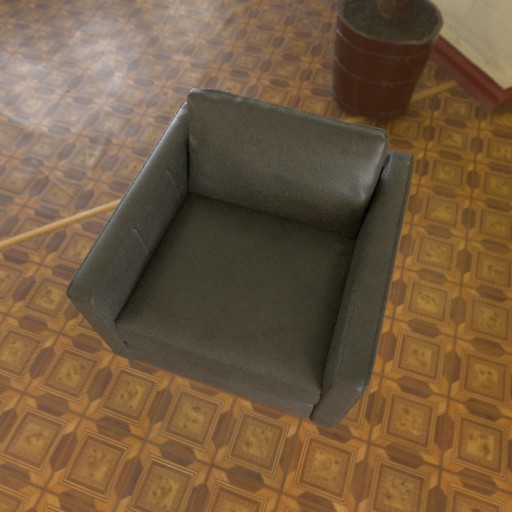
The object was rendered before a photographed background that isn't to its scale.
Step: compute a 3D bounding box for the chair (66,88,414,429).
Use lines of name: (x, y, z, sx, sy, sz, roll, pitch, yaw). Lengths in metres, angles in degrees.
chair: (0.000, 0.000, 1.516, 0.967, 0.824, 0.861, 16, 60, 10)
